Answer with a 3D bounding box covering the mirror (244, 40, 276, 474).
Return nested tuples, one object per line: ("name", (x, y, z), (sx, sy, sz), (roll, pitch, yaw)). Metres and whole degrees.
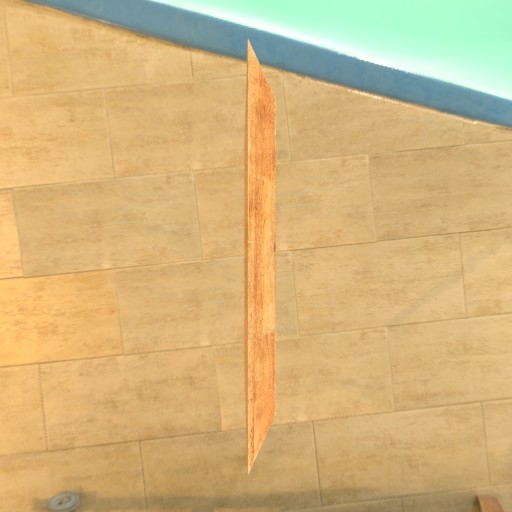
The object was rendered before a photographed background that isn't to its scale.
("mirror", (0.000, 0.000, 0.986), (0.047, 0.651, 0.651), (0, 90, -2))
